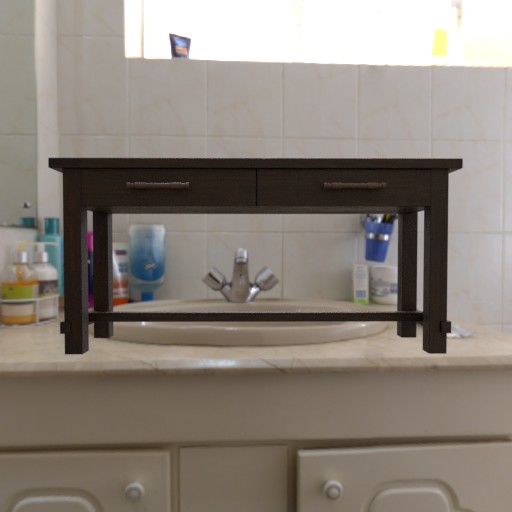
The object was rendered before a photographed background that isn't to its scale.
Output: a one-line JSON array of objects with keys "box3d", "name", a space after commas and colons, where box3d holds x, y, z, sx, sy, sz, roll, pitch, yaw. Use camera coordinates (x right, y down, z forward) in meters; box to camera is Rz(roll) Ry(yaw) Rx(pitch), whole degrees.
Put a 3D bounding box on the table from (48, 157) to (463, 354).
[{"box3d": [0.000, 0.000, 1.903, 1.599, 0.762, 0.442, 0, 1, -1], "name": "table"}]
